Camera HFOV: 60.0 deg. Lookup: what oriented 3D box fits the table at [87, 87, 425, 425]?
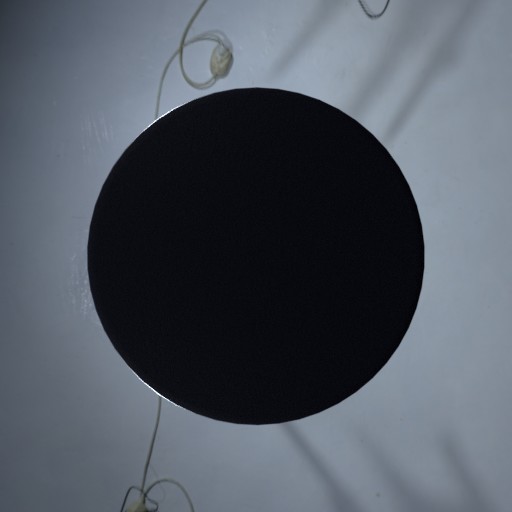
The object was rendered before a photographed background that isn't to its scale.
[{"bbox_3d":[0.000,0.000,1.585,1.029,0.491,1.029,0,91,-1],"label":"table"}]
